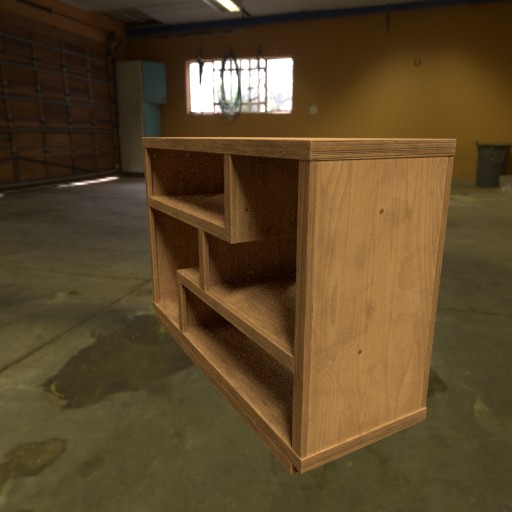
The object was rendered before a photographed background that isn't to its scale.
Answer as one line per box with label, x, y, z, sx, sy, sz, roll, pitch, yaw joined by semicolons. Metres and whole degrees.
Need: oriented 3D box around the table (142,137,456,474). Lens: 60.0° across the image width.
table;0.000;0.000;1.499;0.410;0.771;1.151;-8;17;-28
